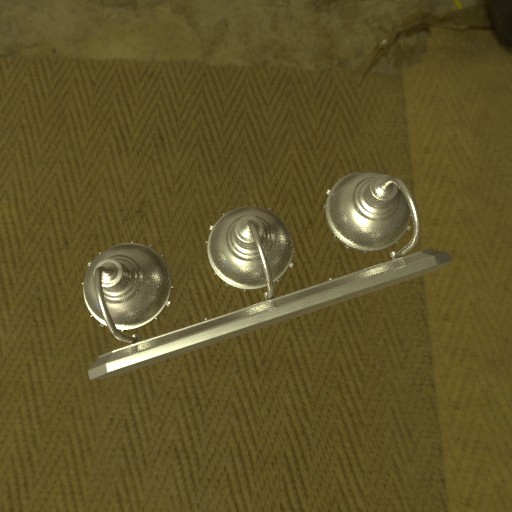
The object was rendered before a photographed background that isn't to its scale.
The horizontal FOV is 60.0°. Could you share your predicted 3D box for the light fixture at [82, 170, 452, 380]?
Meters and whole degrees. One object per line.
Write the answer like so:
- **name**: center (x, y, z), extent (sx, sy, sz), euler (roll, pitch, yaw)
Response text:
- **light fixture**: center (0.000, 0.000, 0.763), extent (0.634, 0.254, 0.229), euler (-17, 76, -4)
